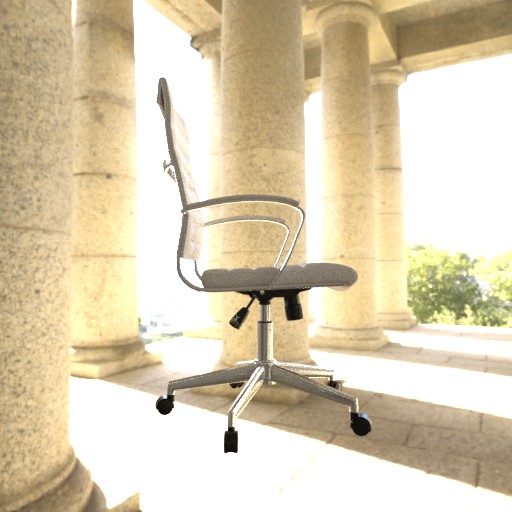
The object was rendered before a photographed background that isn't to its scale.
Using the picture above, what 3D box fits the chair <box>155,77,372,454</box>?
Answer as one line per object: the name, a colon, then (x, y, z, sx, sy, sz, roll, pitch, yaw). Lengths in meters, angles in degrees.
chair: (0.000, 0.000, 1.638, 0.739, 1.149, 0.766, 0, -2, -1)
